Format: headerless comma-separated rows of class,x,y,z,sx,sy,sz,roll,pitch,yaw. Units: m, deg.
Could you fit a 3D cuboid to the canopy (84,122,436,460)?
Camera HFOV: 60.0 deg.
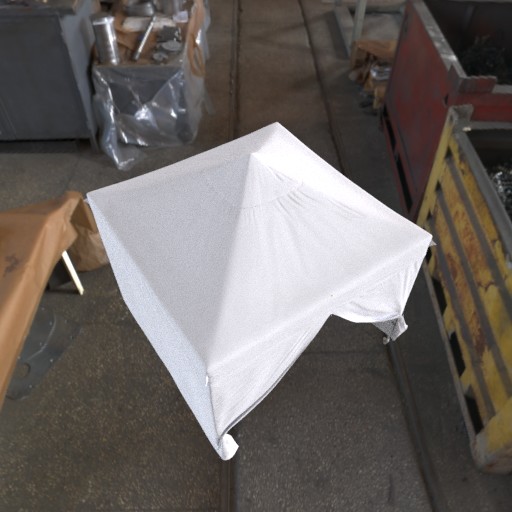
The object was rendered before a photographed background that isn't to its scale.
canopy,0.000,0.000,5.625,3.043,2.997,3.121,-27,53,-23
